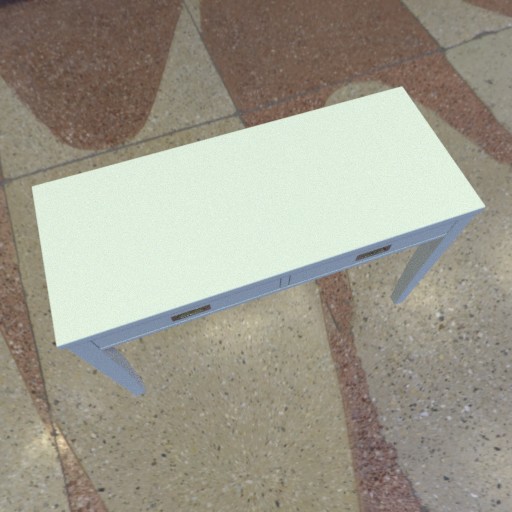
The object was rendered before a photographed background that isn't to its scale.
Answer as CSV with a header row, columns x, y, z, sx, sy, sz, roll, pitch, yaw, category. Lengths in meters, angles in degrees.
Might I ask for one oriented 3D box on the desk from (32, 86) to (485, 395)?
x,y,z,sx,sy,sz,roll,pitch,yaw,category
0.000,0.000,1.631,1.220,0.775,0.508,-18,65,-9,desk
